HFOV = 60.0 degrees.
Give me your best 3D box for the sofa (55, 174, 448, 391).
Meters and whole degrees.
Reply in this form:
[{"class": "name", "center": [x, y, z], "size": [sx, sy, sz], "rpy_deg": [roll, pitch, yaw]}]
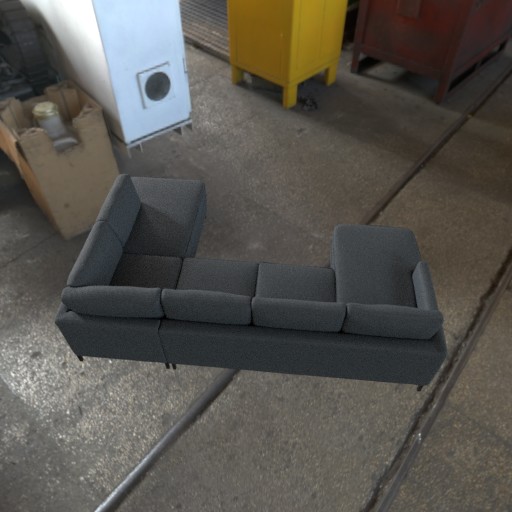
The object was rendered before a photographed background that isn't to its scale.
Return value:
[{"class": "sofa", "center": [0.000, 0.000, 4.037], "size": [2.975, 0.858, 1.984], "rpy_deg": [4, 48, 4]}]
